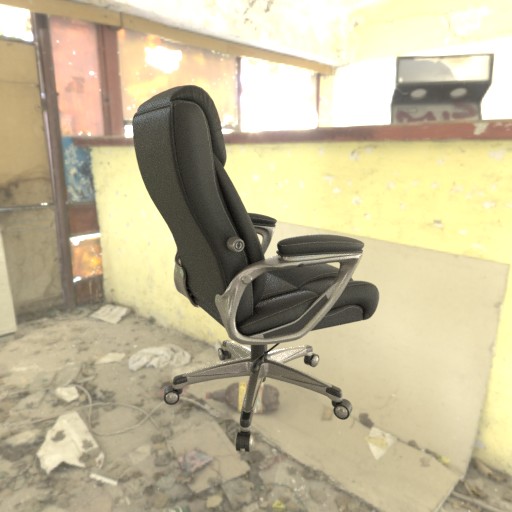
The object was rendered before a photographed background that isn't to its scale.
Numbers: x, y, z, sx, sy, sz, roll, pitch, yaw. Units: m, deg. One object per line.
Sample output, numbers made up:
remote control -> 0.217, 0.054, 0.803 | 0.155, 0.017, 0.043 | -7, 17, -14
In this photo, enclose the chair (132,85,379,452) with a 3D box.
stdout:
chair -> 0.000, 0.000, 1.699 | 0.784, 1.167, 0.741 | -7, 15, -27
